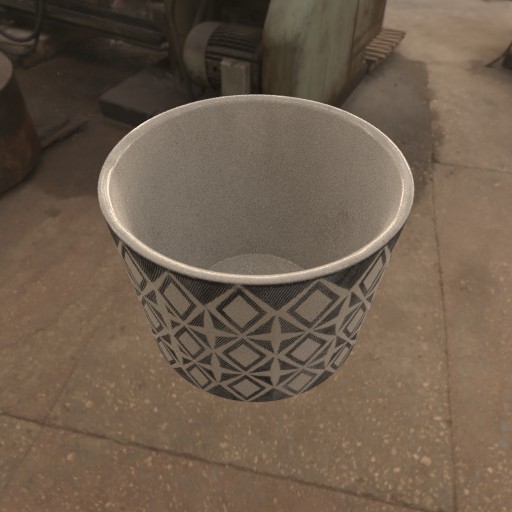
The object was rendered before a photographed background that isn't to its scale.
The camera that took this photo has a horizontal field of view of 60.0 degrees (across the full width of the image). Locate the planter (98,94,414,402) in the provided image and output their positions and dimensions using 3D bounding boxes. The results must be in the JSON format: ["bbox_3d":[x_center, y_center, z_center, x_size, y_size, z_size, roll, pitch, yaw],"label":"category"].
[{"bbox_3d":[0.000,0.000,0.453,0.260,0.220,0.260,0,46,0],"label":"planter"}]
